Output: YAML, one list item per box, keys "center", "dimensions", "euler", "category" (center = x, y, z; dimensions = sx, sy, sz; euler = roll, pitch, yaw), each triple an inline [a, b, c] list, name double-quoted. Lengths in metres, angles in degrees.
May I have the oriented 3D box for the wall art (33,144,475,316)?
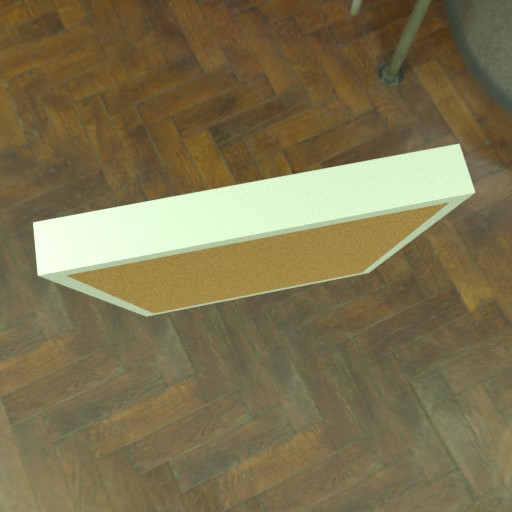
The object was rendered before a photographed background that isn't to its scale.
- center: [0.000, 0.000, 0.454]
  dimensions: [0.305, 0.302, 0.038]
  euler: [-11, 77, -2]
  category: "wall art"
